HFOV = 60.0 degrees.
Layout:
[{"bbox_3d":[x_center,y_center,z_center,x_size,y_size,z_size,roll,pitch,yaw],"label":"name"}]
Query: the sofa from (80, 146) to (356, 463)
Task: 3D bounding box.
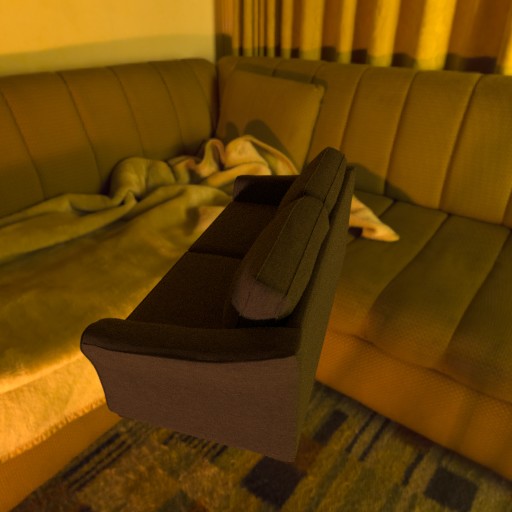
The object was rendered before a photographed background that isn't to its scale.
[{"bbox_3d":[0.000,0.000,2.747,0.971,0.950,2.270,8,30,14],"label":"sofa"}]
